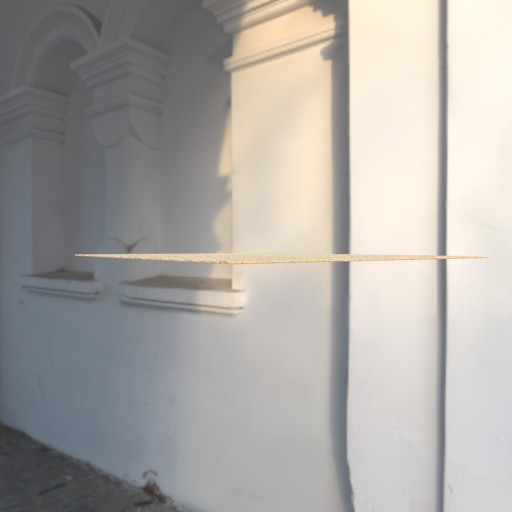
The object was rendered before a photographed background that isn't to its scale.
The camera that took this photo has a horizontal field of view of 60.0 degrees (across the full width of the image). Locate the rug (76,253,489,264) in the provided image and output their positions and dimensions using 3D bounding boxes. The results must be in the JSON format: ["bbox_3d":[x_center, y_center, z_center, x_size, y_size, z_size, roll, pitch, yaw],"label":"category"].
[{"bbox_3d":[0.000,0.000,4.096,2.471,0.012,3.034,-1,1,-36],"label":"rug"}]
